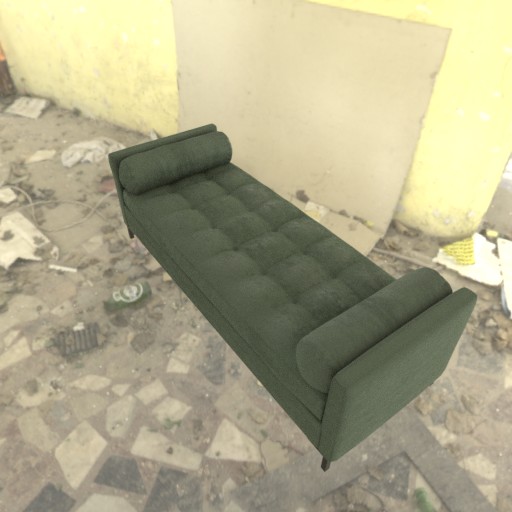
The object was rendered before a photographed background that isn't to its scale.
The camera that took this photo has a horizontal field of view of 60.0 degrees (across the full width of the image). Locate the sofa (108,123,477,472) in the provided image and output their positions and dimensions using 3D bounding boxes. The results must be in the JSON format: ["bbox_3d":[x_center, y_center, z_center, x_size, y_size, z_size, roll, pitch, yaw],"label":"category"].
[{"bbox_3d":[0.000,0.000,2.505,0.817,0.681,2.130,-25,47,-27],"label":"sofa"}]
